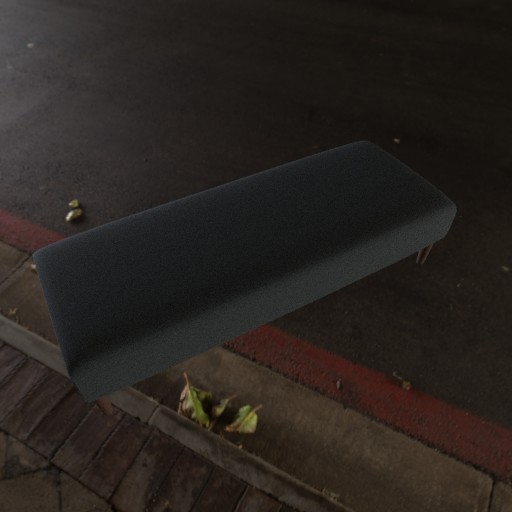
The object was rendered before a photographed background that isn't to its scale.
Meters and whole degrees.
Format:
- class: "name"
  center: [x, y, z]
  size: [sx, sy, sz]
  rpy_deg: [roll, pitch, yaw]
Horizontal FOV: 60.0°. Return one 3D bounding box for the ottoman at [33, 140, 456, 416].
- class: "ottoman"
  center: [0.000, 0.000, 1.872]
  size: [1.609, 0.393, 0.646]
  rpy_deg: [-22, 50, -20]
